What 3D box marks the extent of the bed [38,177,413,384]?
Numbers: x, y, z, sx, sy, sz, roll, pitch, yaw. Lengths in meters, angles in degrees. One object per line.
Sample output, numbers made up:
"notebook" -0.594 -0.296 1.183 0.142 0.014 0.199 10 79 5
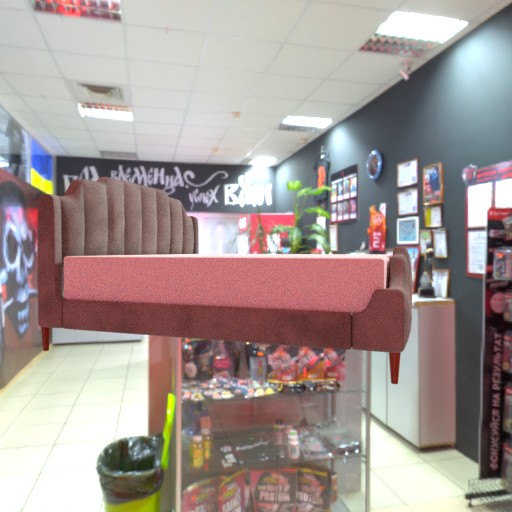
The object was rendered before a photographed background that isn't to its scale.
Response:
"bed" 0.000 0.000 3.513 2.340 1.245 2.074 0 1 19
